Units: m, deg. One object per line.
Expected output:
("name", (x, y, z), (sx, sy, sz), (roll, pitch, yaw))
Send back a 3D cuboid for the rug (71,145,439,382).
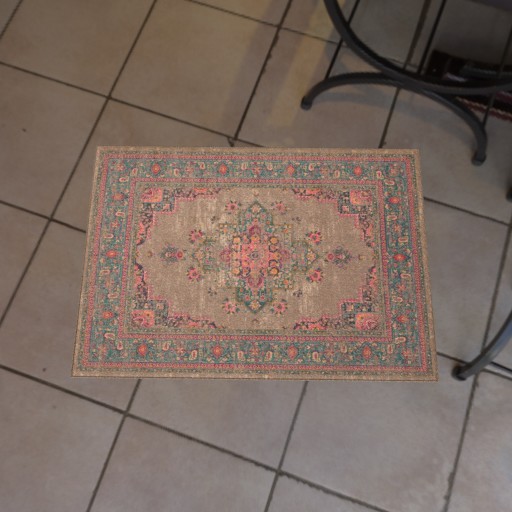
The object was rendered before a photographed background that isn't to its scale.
("rug", (0.000, 0.000, 3.720), (2.890, 0.013, 2.005), (1, 76, 0))
